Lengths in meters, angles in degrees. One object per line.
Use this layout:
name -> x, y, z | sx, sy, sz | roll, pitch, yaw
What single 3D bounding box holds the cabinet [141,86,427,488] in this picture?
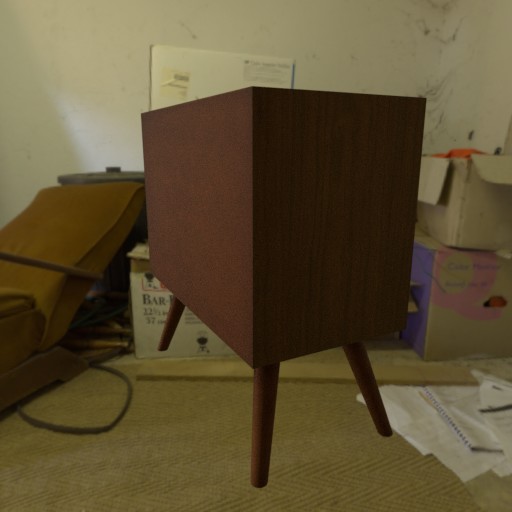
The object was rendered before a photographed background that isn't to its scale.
cabinet -> 0.000, 0.000, 1.172 | 0.388, 0.748, 0.712 | -7, 16, -27
